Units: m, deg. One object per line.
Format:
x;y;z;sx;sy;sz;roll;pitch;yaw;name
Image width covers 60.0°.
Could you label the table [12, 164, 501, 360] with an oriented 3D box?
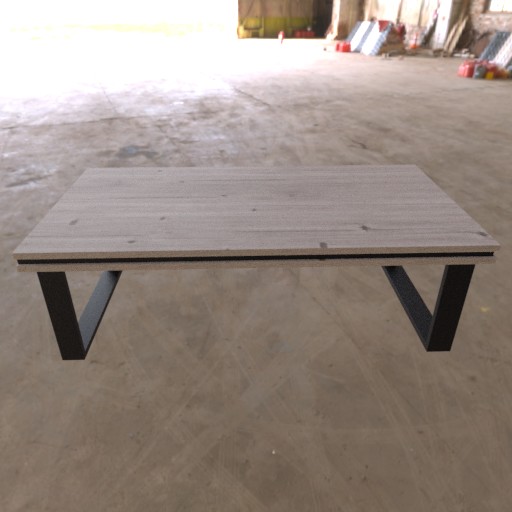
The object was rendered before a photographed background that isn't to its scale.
0.000;0.000;1.638;1.350;0.450;0.700;-1;30;-2;table
